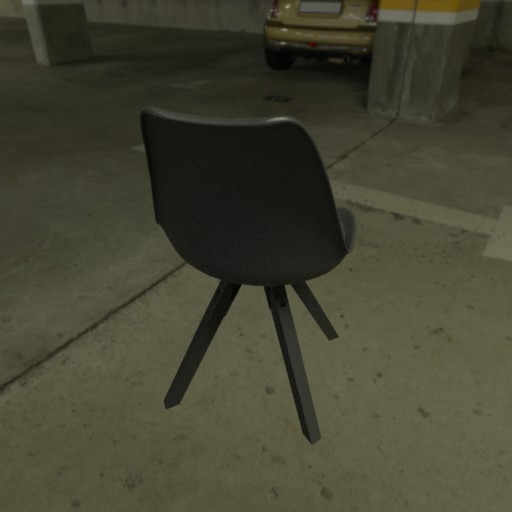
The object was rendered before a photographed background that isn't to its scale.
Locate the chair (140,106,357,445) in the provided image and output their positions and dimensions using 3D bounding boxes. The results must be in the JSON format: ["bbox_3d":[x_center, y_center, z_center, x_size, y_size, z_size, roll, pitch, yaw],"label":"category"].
[{"bbox_3d":[0.000,0.000,1.140,0.485,0.850,0.550,8,33,13],"label":"chair"}]
